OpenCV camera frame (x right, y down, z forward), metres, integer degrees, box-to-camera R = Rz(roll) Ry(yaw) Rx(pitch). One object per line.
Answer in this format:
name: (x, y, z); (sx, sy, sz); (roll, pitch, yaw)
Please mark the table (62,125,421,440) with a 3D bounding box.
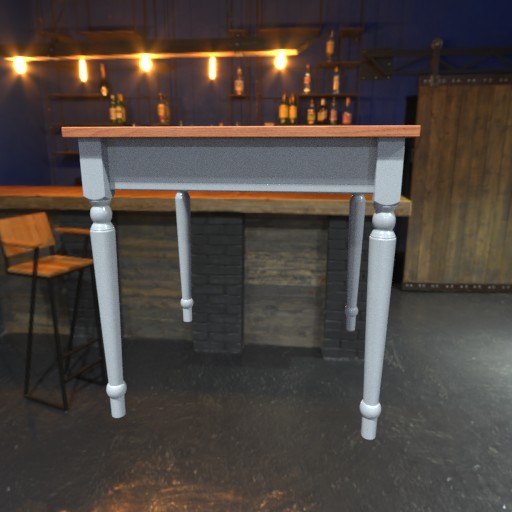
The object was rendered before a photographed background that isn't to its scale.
table: (0.000, 0.000, 1.357); (0.747, 0.738, 0.747); (2, 15, 8)
